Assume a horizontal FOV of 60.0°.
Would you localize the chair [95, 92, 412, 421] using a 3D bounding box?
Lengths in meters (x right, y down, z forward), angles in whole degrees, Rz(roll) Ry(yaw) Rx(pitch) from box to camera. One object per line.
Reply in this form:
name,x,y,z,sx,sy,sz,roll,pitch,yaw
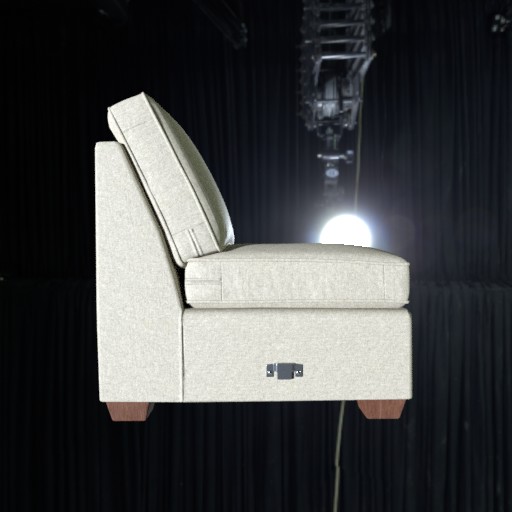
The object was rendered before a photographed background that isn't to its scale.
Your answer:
chair,0.000,0.000,1.718,1.020,1.058,0.674,0,1,-1
